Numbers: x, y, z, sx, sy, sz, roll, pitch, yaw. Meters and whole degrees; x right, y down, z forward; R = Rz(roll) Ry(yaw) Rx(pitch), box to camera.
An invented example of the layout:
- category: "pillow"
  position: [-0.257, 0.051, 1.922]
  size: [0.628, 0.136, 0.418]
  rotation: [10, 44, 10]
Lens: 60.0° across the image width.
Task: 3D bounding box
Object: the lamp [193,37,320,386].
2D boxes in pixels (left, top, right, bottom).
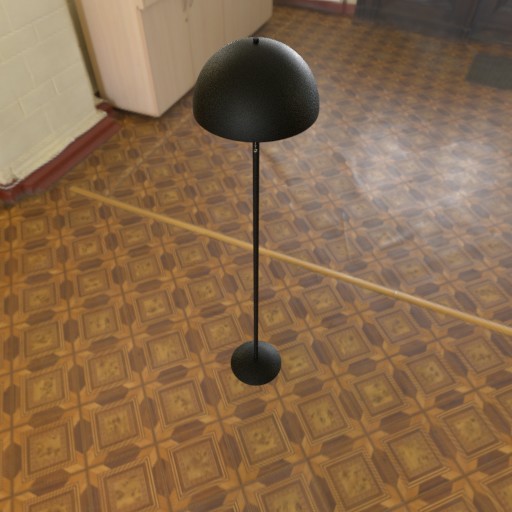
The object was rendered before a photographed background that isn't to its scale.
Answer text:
- category: "lamp"
  position: [0.000, 0.000, 1.568]
  size: [0.328, 1.480, 0.328]
  rotation: [-16, 49, -14]
